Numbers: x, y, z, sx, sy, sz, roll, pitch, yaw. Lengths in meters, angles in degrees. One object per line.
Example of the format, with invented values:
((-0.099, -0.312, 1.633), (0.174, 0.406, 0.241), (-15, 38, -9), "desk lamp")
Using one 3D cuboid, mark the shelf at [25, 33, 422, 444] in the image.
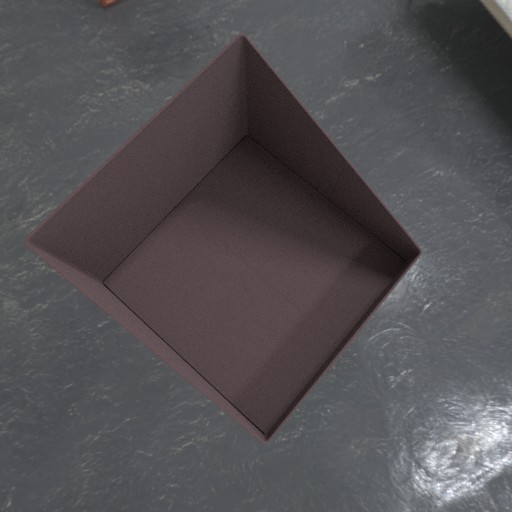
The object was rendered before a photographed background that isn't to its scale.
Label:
((0.000, 0.000, 0.493), (0.292, 0.210, 0.292), (40, 79, 9), "shelf")
